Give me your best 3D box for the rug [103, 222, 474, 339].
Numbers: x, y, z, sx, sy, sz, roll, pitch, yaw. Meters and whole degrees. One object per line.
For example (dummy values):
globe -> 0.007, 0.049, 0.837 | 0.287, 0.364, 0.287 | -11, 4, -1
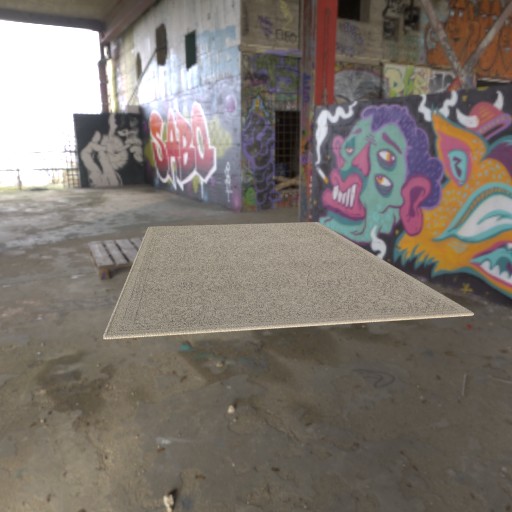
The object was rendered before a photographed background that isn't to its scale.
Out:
rug -> 0.000, 0.000, 2.289 | 1.219, 0.010, 1.829 | -2, 14, -9
